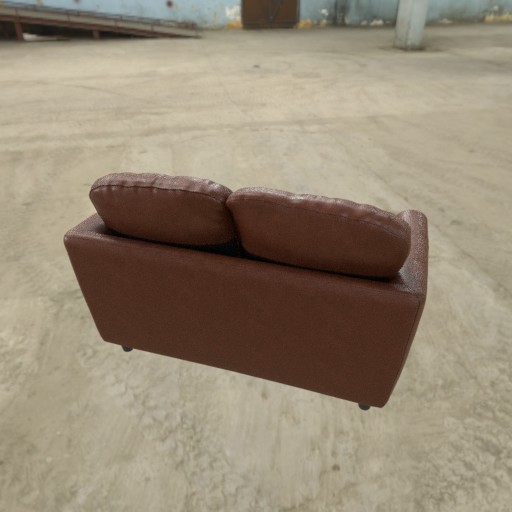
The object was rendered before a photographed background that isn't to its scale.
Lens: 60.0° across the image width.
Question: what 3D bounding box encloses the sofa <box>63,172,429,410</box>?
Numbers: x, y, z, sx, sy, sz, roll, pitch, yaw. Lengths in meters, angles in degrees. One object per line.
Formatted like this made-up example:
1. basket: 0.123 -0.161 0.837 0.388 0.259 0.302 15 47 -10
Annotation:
1. sofa: 0.000 0.000 1.957 1.406 0.906 0.805 10 33 15
